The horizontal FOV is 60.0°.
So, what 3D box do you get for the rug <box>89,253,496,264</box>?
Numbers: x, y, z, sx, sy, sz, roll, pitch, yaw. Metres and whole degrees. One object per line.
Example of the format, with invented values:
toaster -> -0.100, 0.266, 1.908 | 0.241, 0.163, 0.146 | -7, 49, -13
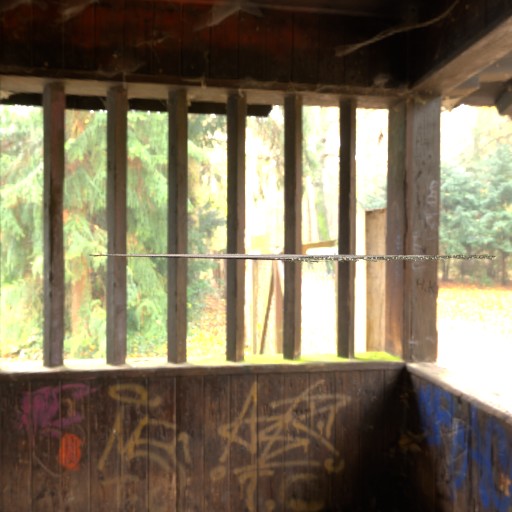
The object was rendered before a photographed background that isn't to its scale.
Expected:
rug -> 0.000, 0.000, 2.436 | 1.224, 0.027, 2.021 | 0, 1, -36
